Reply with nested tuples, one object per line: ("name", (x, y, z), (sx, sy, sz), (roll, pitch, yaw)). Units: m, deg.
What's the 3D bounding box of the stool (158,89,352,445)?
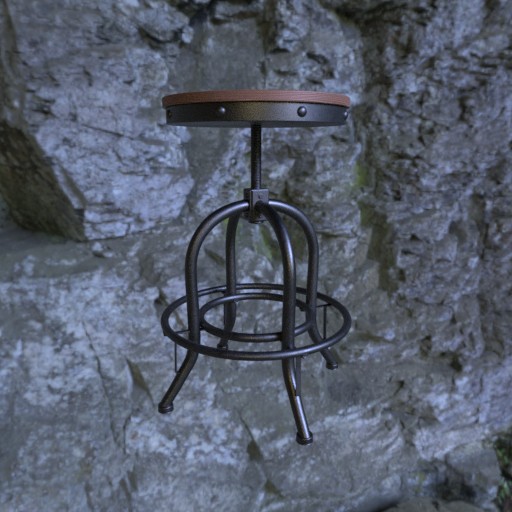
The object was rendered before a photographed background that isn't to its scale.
("stool", (0.000, 0.000, 0.913), (0.439, 0.609, 0.439), (-7, 16, -25))
